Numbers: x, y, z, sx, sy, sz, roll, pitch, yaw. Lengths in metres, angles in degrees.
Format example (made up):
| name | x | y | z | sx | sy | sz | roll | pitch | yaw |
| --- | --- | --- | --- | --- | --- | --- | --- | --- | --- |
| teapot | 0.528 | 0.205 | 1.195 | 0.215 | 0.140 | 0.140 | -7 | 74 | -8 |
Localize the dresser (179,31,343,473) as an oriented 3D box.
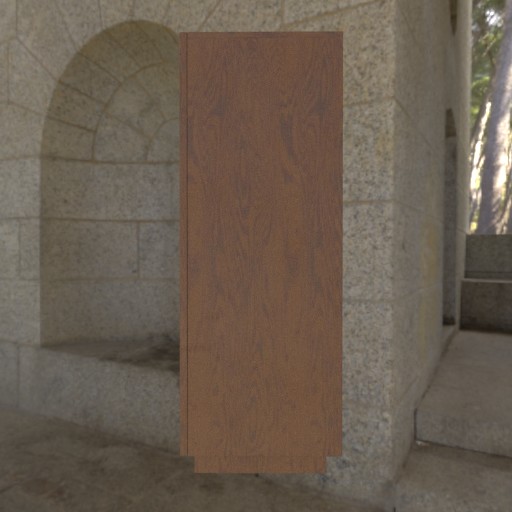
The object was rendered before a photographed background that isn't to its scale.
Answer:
| name | x | y | z | sx | sy | sz | roll | pitch | yaw |
| --- | --- | --- | --- | --- | --- | --- | --- | --- | --- |
| dresser | 0.000 | 0.000 | 1.782 | 0.516 | 1.320 | 0.964 | 0 | 1 | 1 |
